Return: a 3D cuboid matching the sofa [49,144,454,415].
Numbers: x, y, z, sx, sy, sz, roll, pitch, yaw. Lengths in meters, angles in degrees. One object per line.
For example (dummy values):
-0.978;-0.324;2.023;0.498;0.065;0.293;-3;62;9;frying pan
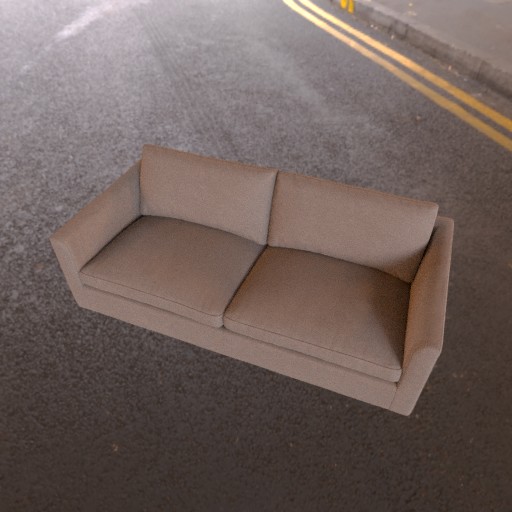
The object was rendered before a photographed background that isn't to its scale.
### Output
0.000;0.000;2.836;2.588;0.838;1.090;15;43;16;sofa
